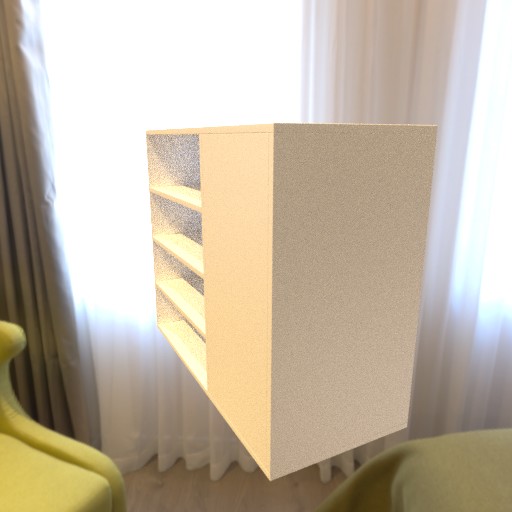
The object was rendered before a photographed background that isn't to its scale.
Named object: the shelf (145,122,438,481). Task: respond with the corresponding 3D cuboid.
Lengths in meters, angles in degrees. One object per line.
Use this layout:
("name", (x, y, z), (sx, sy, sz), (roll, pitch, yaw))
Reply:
("shelf", (0.000, 0.000, 1.320), (0.396, 0.732, 0.895), (-8, 17, -26))
